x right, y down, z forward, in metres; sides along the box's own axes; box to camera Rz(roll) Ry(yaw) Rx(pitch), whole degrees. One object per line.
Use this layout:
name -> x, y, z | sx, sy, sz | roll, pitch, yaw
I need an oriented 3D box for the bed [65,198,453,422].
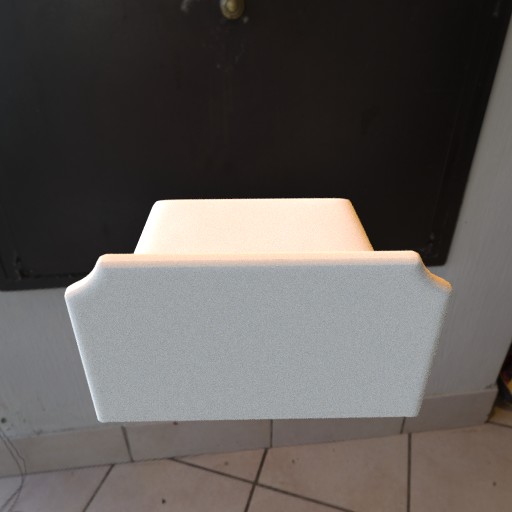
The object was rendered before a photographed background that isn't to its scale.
bed -> 0.000, 0.000, 3.575 | 2.160, 1.301, 2.204 | -1, 32, -1
